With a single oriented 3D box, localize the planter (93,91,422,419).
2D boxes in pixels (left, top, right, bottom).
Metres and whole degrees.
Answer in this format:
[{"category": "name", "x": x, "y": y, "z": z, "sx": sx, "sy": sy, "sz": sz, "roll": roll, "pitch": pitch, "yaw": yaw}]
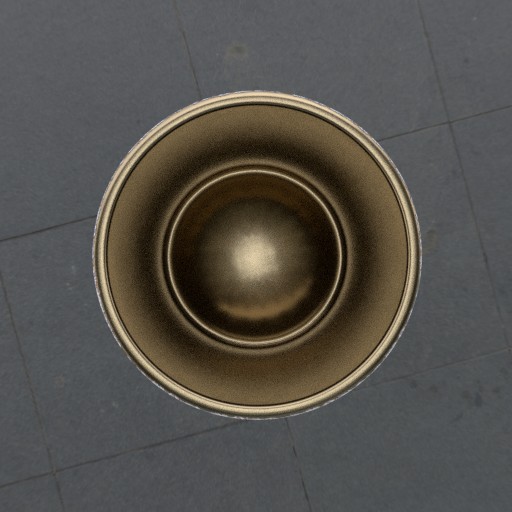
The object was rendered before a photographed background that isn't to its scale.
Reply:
[{"category": "planter", "x": 0.000, "y": 0.000, "z": 0.389, "sx": 0.221, "sy": 0.201, "sz": 0.221, "roll": 0, "pitch": 89, "yaw": -1}]
